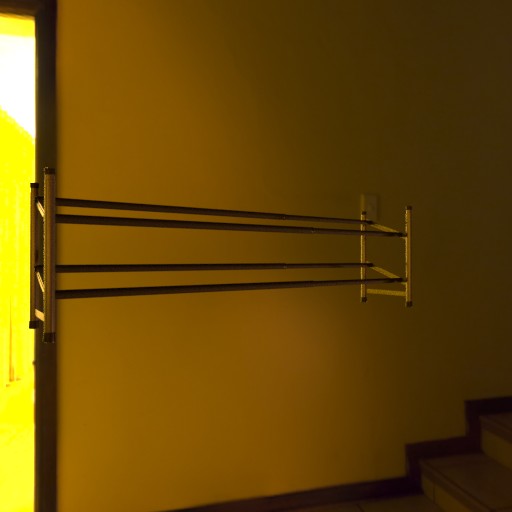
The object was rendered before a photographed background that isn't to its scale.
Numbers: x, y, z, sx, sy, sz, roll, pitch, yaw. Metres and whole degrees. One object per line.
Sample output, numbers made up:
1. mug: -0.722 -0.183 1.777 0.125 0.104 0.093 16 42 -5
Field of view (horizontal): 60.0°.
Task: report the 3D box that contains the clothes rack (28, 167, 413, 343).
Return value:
1. clothes rack: 0.000 0.000 1.298 1.168 0.349 0.229 0 0 -34
